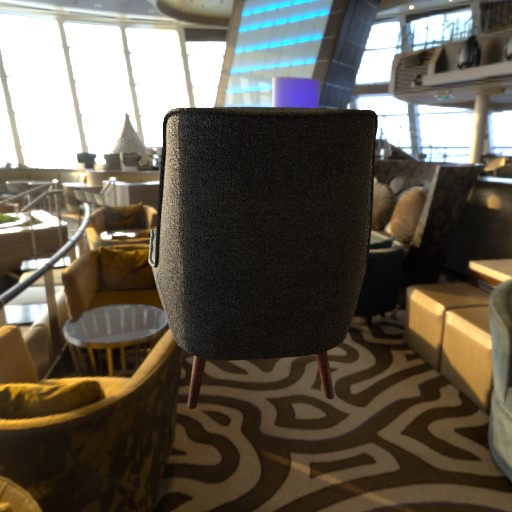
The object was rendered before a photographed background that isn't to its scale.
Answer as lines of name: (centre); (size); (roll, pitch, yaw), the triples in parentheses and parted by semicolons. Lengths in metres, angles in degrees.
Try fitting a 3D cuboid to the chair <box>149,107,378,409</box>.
chair: (0.000, 0.000, 1.471); (0.763, 0.883, 0.859); (-2, 14, -7)
